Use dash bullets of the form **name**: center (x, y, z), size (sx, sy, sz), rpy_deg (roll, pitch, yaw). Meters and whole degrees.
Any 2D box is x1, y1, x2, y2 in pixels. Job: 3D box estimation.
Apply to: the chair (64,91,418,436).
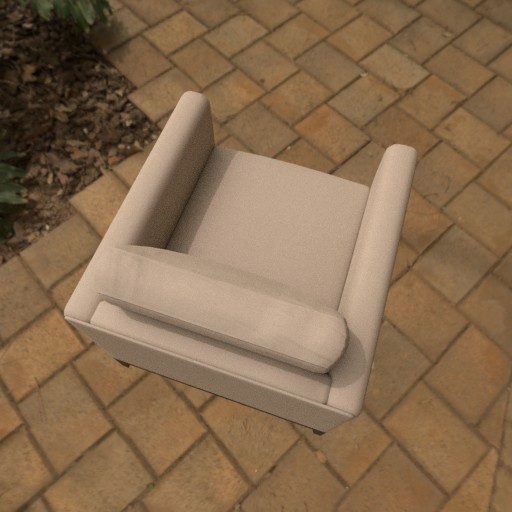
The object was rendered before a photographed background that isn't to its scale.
- **chair**: center (0.000, 0.000, 1.643), size (0.914, 0.838, 0.959), rpy_deg (17, 65, 8)
